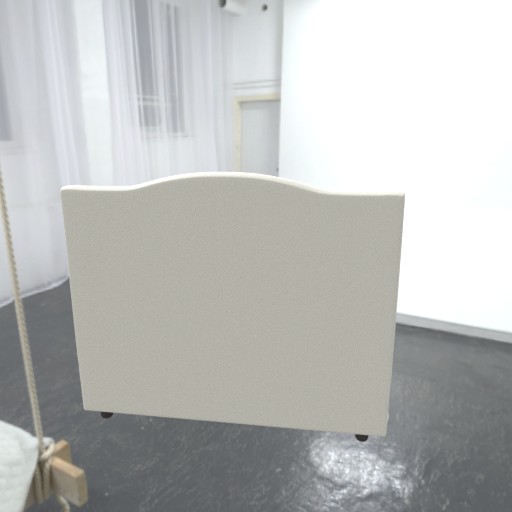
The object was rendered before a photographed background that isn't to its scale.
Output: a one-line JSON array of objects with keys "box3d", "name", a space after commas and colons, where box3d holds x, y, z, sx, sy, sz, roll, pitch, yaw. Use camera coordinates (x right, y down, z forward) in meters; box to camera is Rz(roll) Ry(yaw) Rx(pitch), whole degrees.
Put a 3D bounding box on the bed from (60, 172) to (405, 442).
[{"box3d": [0.000, 0.000, 3.377, 1.821, 1.436, 2.282, 2, 16, 8], "name": "bed"}]
